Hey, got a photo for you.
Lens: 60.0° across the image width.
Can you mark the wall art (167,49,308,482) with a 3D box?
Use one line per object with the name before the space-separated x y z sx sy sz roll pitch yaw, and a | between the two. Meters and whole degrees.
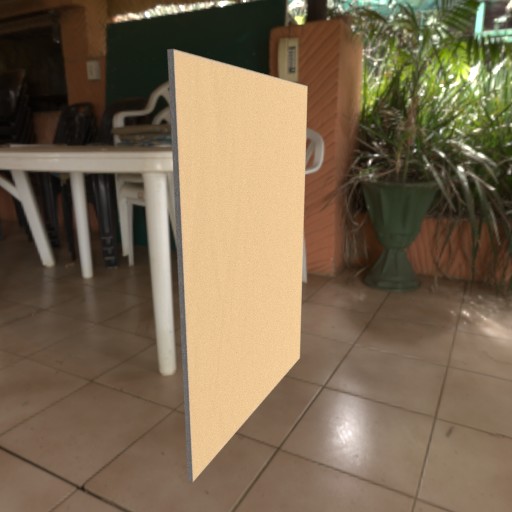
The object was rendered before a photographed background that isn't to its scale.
wall art | 0.000 0.000 1.448 0.016 1.116 0.810 8 17 26
